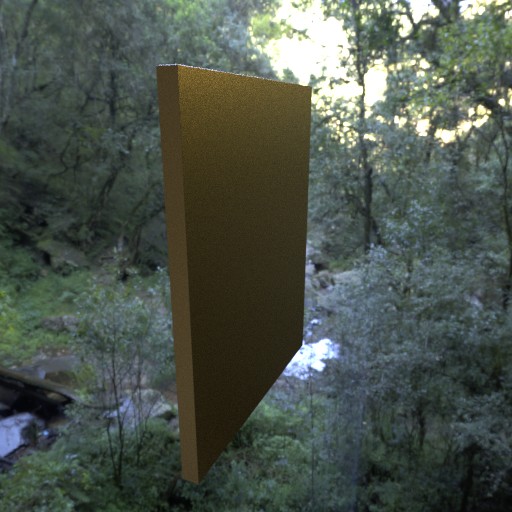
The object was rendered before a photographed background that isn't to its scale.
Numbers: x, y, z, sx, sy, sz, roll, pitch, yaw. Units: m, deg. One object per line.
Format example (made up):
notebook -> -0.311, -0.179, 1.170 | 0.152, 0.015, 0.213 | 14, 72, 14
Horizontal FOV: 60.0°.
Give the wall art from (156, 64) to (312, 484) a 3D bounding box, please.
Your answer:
wall art -> 0.000, 0.000, 1.024 | 0.038, 0.762, 0.610 | 8, 20, 24
